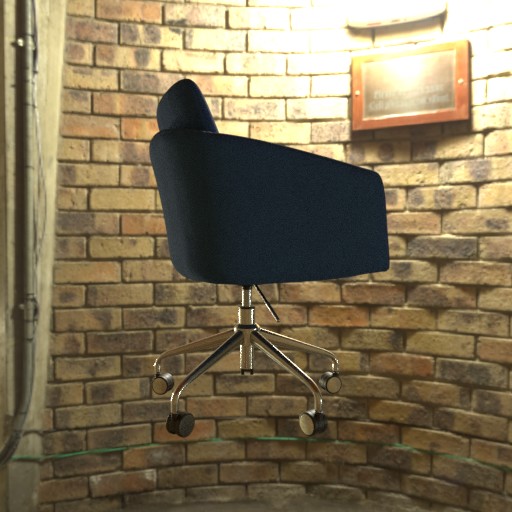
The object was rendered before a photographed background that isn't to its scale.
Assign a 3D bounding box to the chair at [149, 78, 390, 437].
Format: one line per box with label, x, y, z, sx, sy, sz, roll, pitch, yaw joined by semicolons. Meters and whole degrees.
chair;0.000;0.000;1.377;0.635;0.908;0.641;-1;2;-19
